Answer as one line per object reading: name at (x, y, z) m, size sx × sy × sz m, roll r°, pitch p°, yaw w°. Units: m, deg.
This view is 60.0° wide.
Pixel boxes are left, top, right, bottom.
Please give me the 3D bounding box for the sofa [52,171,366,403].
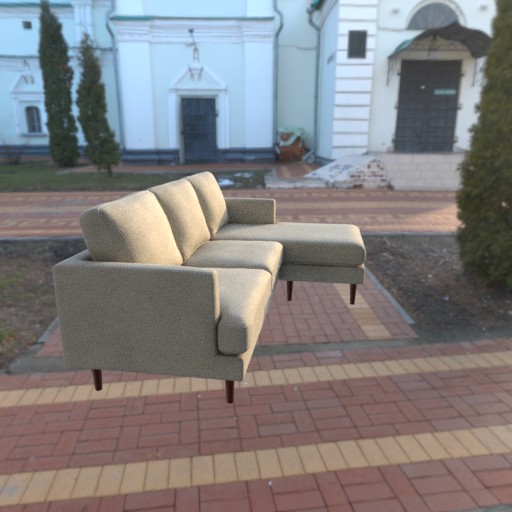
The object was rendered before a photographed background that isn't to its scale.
sofa at (0.000, 0.000, 2.969) m, size 1.504 × 0.956 × 2.233 m, roll 2°, pitch 16°, yaw 9°
